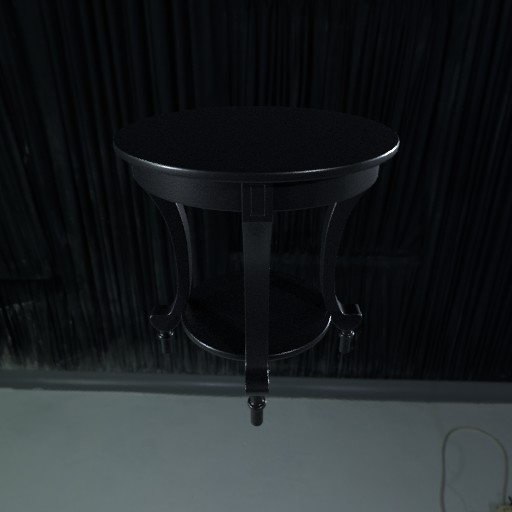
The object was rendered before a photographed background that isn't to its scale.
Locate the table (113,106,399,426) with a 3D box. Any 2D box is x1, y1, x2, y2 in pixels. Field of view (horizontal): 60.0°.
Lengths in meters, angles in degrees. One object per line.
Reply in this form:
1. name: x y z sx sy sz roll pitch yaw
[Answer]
1. table: 0.000 0.000 1.105 0.597 0.618 0.597 0 28 0
